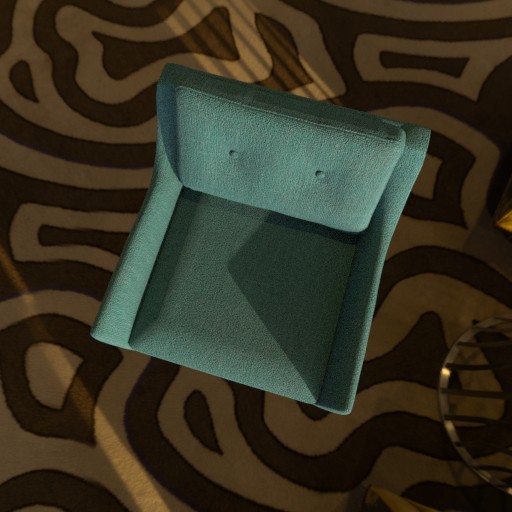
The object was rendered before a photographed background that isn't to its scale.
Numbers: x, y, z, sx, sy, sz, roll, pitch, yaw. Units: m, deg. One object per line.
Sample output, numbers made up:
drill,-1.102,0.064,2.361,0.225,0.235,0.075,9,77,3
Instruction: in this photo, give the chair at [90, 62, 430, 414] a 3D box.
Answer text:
chair,0.000,0.000,1.530,0.847,0.828,0.849,16,76,4
